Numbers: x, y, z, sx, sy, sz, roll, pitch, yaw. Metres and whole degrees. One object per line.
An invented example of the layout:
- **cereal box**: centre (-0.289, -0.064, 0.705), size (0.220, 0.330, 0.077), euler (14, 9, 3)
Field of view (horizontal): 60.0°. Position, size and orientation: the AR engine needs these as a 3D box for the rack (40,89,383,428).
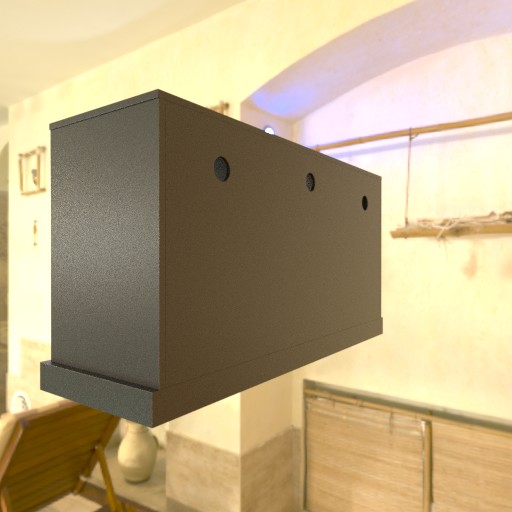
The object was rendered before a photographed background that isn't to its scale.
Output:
- **rack**: centre (0.000, 0.000, 1.427), size (0.399, 0.635, 1.206), euler (0, 0, 36)
